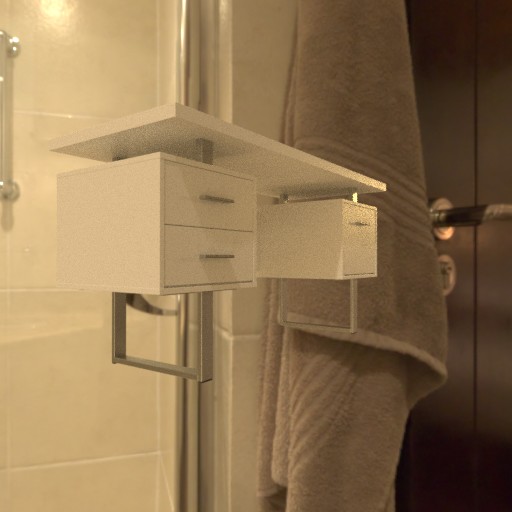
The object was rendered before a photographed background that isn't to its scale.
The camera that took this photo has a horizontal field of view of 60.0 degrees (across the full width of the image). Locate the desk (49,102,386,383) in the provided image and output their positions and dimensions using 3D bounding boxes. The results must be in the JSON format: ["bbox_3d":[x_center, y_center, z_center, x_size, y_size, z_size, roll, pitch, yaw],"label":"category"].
[{"bbox_3d":[0.000,0.000,1.921,0.603,0.773,1.530,0,-1,36],"label":"desk"}]
